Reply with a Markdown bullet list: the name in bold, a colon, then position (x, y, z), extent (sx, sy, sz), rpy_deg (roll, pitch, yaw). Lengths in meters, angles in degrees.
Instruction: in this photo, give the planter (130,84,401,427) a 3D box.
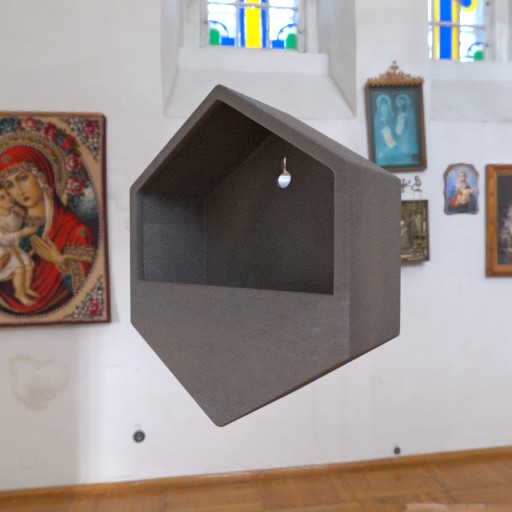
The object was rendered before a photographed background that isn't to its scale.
- **planter**: position (0.000, 0.000, 0.297), extent (0.169, 0.206, 0.077), rpy_deg (1, 2, 37)
